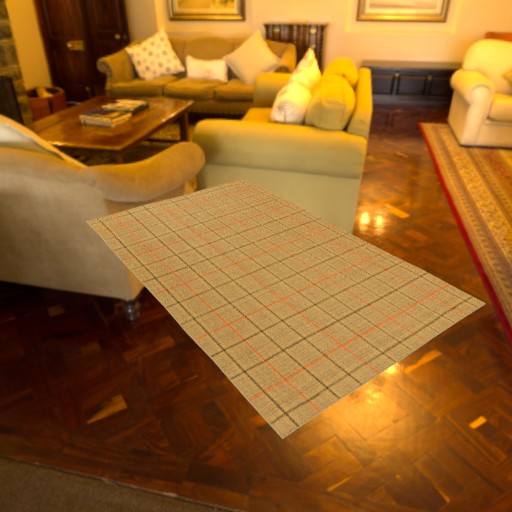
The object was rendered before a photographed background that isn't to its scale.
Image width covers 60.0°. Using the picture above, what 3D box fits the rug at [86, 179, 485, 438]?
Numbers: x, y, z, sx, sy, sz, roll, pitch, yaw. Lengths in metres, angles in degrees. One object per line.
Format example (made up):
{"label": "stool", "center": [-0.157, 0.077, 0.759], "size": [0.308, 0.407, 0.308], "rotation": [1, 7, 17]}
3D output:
{"label": "rug", "center": [0.000, 0.000, 3.032], "size": [1.524, 0.015, 2.439], "rotation": [-21, 37, -30]}
